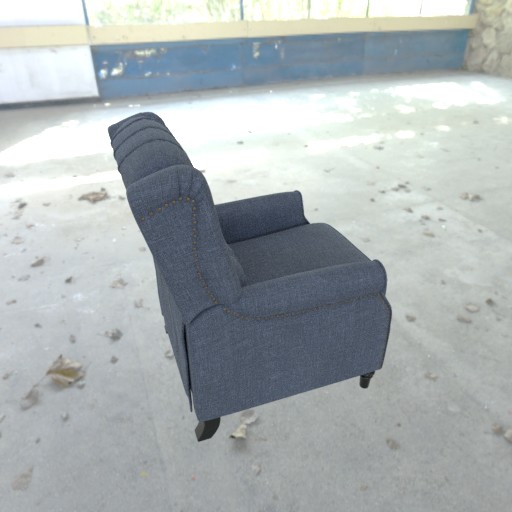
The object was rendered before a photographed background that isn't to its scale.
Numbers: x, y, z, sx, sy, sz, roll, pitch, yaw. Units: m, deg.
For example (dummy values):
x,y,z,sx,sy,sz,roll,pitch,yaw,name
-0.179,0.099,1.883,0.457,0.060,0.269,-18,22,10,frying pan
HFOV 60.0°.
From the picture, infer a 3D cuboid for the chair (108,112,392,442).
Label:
x,y,z,sx,sy,sz,roll,pitch,yaw,name
0.000,0.000,1.671,0.898,1.035,0.742,-11,33,-17,chair
